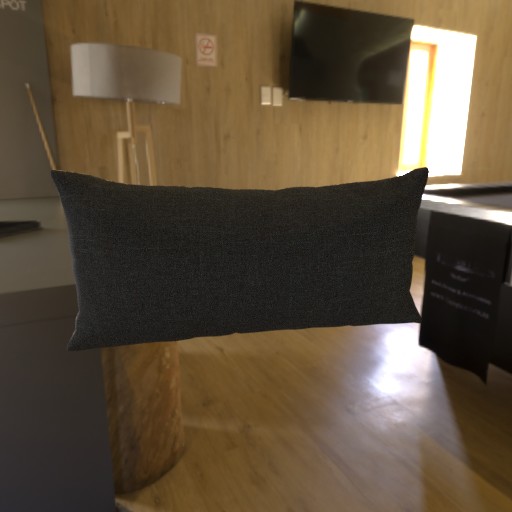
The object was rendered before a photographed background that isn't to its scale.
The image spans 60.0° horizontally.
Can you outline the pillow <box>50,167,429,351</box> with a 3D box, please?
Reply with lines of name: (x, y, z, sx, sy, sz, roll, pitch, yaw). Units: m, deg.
pillow: (0.000, 0.000, 0.743, 0.631, 0.292, 0.148, -3, 15, -10)
